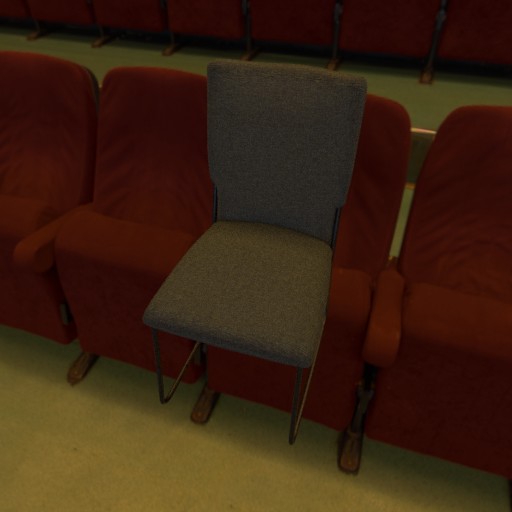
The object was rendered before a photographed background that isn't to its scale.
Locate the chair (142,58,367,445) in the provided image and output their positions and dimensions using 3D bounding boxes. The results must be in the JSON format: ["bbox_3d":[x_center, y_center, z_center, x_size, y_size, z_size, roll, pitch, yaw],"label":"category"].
[{"bbox_3d":[0.000,0.000,1.316,0.480,0.931,0.635,12,43,14],"label":"chair"}]
